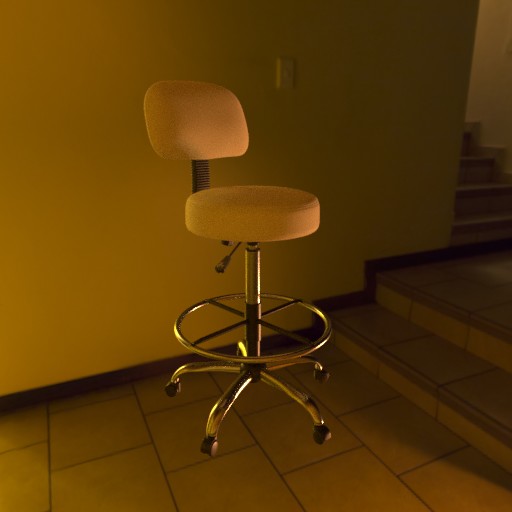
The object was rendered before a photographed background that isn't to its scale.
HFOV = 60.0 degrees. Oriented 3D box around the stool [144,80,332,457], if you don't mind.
[{"bbox_3d":[0.000,0.000,1.415,0.616,1.080,0.609,15,22,43],"label":"stool"}]
